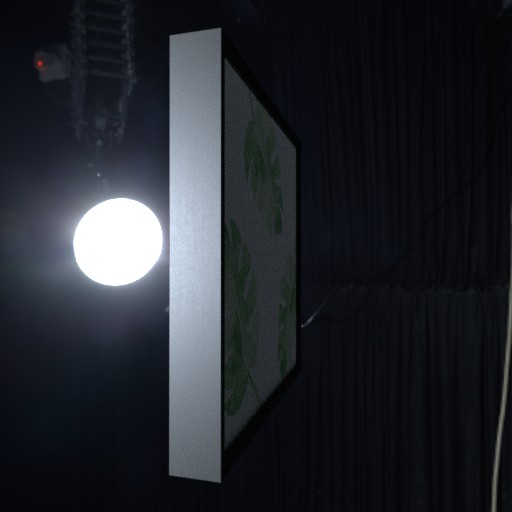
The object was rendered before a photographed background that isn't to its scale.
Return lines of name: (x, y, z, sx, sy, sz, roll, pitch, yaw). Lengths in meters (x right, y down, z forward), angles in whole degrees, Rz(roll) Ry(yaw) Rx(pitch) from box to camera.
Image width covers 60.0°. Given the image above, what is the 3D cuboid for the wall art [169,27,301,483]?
wall art: (0.000, 0.000, 0.446, 0.038, 0.304, 0.304, 0, 0, 16)
